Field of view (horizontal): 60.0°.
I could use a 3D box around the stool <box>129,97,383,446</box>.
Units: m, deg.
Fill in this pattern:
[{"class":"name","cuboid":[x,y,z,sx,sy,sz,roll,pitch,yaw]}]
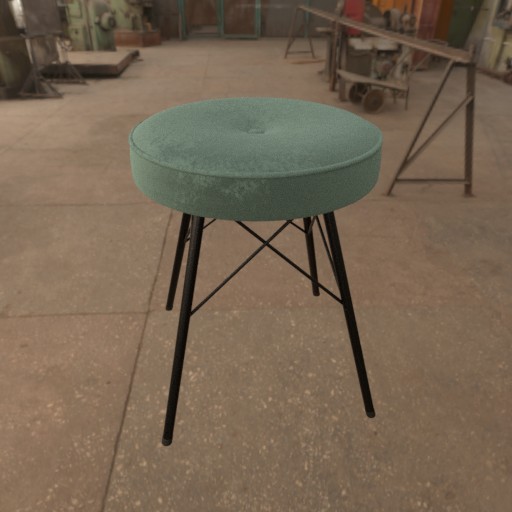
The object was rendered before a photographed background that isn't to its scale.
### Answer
[{"class":"stool","cuboid":[0.000,0.000,0.852,0.457,0.519,0.458,0,32,0]}]
